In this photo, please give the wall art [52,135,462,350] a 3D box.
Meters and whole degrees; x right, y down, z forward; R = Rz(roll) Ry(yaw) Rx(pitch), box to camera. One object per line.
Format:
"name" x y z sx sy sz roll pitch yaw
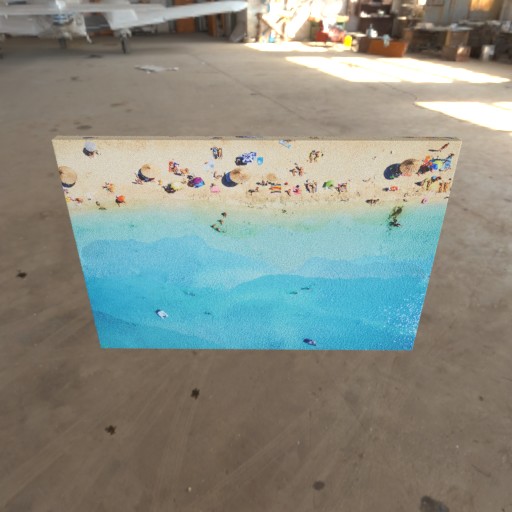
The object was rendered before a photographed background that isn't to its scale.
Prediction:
"wall art" 0.000 0.000 1.437 1.136 0.769 0.040 0 31 1
